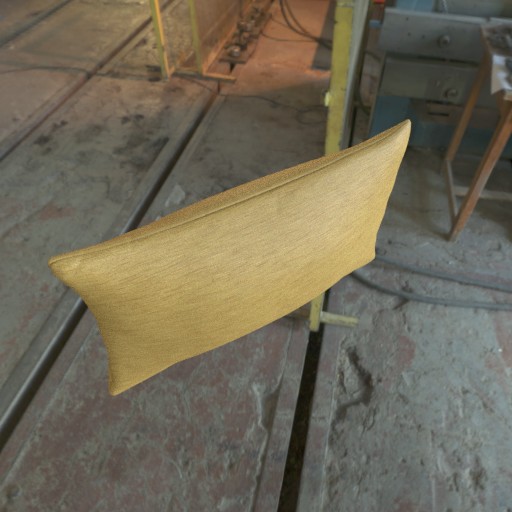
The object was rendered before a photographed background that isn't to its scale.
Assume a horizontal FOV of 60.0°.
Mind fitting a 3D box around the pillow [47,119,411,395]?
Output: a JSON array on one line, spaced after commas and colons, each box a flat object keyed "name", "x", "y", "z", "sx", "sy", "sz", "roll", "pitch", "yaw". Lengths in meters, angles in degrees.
[{"name": "pillow", "x": 0.000, "y": 0.000, "z": 0.792, "sx": 0.634, "sy": 0.354, "sz": 0.210, "roll": -25, "pitch": 52, "yaw": -21}]
